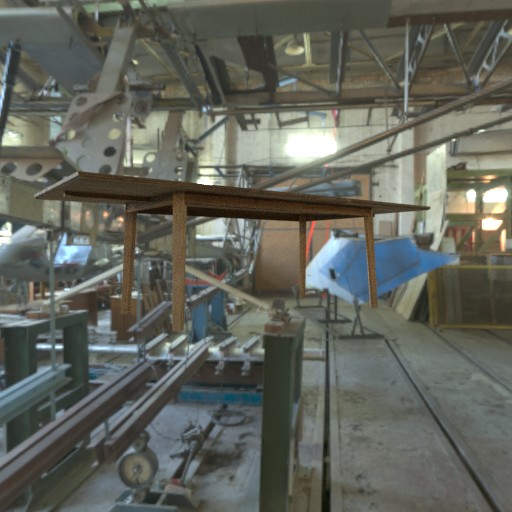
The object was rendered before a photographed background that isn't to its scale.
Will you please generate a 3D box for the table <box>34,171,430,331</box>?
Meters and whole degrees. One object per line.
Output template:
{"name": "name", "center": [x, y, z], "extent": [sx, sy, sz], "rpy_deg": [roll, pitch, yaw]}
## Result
{"name": "table", "center": [0.000, 0.000, 3.058], "extent": [2.603, 0.752, 1.000], "rpy_deg": [-1, 1, -36]}
